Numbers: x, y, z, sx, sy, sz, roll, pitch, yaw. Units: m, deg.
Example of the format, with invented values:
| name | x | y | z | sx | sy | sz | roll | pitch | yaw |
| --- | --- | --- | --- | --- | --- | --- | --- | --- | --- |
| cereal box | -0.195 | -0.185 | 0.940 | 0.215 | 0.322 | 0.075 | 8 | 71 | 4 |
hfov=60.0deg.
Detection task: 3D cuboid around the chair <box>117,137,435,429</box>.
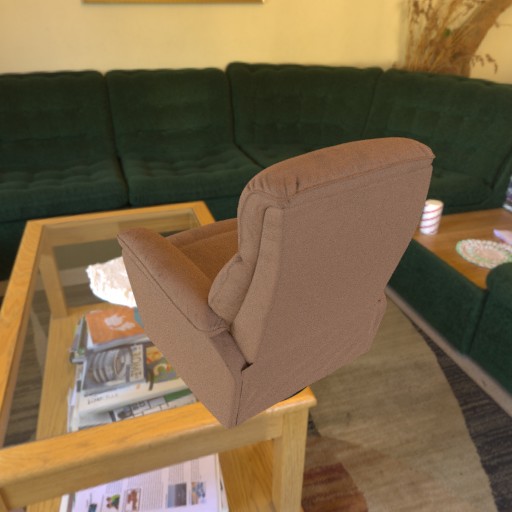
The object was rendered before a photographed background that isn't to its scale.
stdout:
| name | x | y | z | sx | sy | sz | roll | pitch | yaw |
| --- | --- | --- | --- | --- | --- | --- | --- | --- | --- |
| chair | 0.000 | 0.000 | 1.705 | 0.820 | 1.037 | 1.004 | -19 | 35 | -30 |
